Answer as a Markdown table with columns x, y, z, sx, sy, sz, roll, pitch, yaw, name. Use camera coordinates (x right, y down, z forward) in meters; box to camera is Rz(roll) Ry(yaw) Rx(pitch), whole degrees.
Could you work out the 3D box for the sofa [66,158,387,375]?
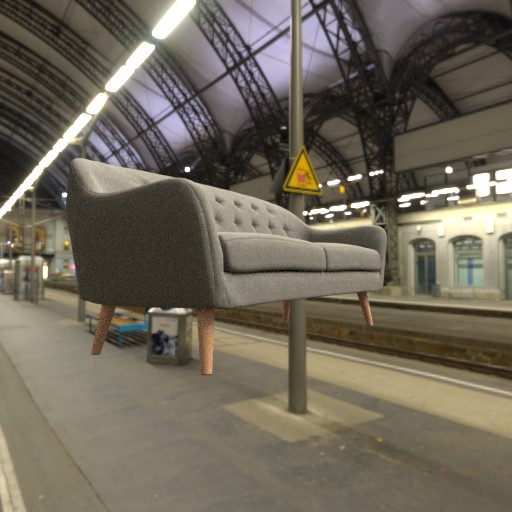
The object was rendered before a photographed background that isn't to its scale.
| x | y | z | sx | sy | sz | roll | pitch | yaw | name |
| --- | --- | --- | --- | --- | --- | --- | --- | --- | --- |
| 0.000 | 0.000 | 2.267 | 0.820 | 0.820 | 1.840 | -1 | -2 | 34 | sofa |
